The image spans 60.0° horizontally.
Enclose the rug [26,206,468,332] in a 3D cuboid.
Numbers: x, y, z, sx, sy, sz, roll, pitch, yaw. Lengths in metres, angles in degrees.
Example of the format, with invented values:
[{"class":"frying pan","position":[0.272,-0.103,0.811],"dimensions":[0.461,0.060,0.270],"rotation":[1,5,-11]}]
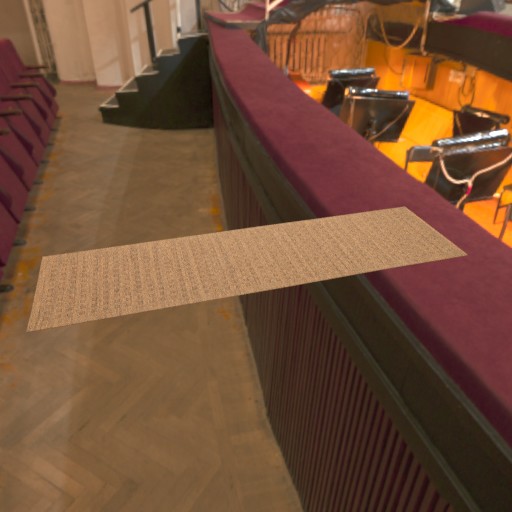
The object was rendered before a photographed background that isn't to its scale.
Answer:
[{"class":"rug","position":[0.000,0.000,2.639],"dimensions":[2.437,0.005,0.688],"rotation":[-9,33,-14]}]
